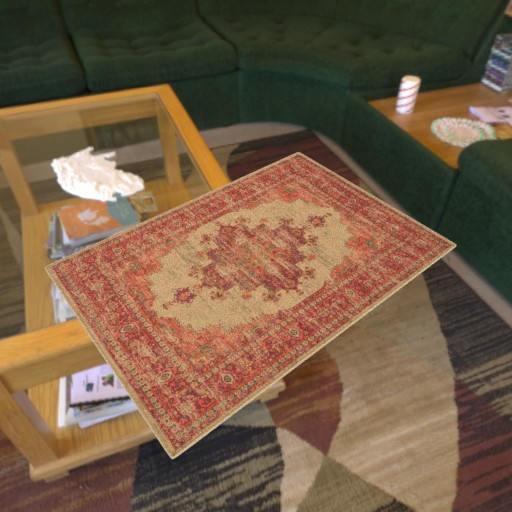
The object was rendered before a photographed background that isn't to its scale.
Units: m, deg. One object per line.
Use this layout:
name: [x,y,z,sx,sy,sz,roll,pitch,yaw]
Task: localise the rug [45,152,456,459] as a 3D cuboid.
rug: [0.000,0.000,2.908,2.232,0.011,1.555,-29,51,-27]
